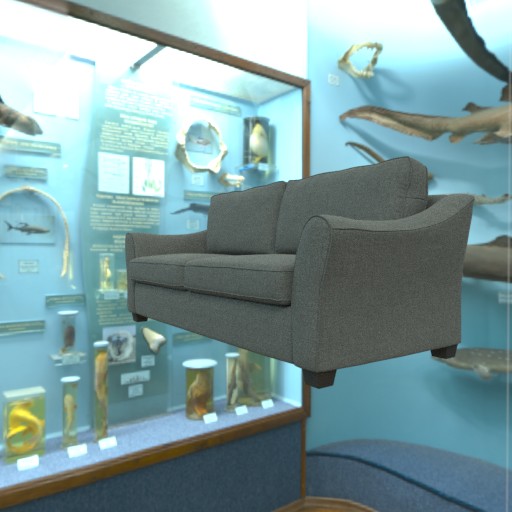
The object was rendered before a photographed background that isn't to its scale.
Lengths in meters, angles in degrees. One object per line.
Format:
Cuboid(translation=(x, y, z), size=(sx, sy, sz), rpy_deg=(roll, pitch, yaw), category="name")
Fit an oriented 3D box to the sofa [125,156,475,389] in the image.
Cuboid(translation=(0.000, 0.000, 2.707), size=(1.013, 0.976, 2.203), rpy_deg=(-1, 1, -35), category="sofa")
